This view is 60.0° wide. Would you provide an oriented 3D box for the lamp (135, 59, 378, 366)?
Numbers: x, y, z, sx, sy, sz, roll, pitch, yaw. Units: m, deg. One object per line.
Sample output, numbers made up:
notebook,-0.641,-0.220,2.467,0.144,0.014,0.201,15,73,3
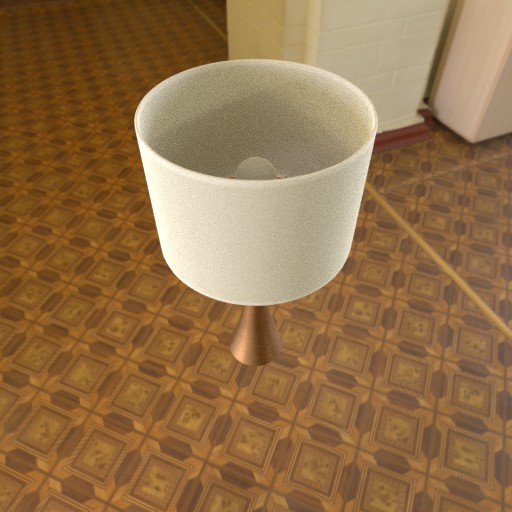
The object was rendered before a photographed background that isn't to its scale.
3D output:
lamp,0.000,0.000,0.670,0.268,0.479,0.268,16,49,15
